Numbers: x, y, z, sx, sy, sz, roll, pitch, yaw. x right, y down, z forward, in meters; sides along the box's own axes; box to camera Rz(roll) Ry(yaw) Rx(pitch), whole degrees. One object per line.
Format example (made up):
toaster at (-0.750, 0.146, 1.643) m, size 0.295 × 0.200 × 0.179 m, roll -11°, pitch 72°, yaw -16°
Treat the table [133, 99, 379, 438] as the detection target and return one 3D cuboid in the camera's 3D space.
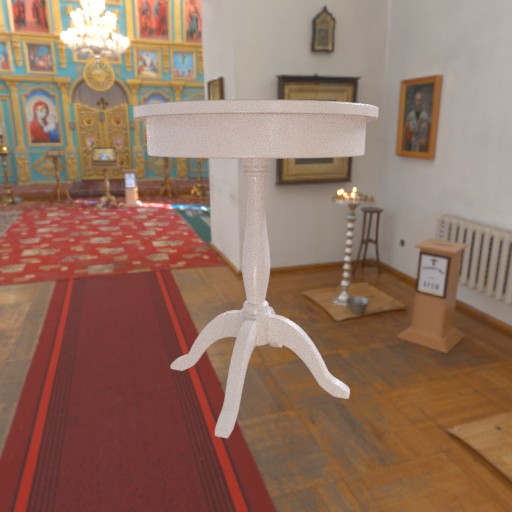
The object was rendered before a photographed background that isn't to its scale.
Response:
table at (0.000, 0.000, 1.040) m, size 0.513 × 0.653 × 0.513 m, roll 0°, pitch 14°, yaw 0°
